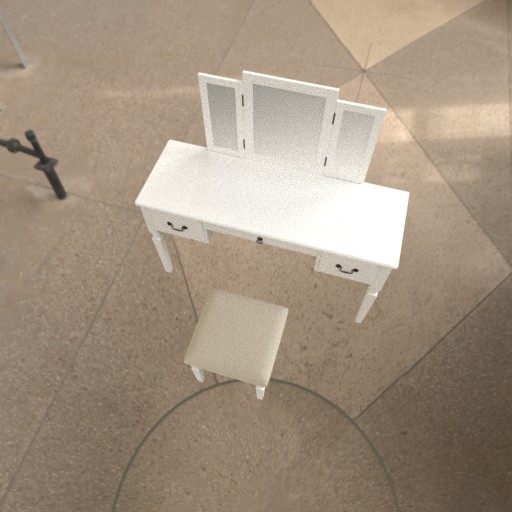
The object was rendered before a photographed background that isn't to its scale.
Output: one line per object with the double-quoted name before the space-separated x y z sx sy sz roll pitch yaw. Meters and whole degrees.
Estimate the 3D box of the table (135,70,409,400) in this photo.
"table" 0.000 0.000 2.257 1.369 1.310 1.115 14 60 8
